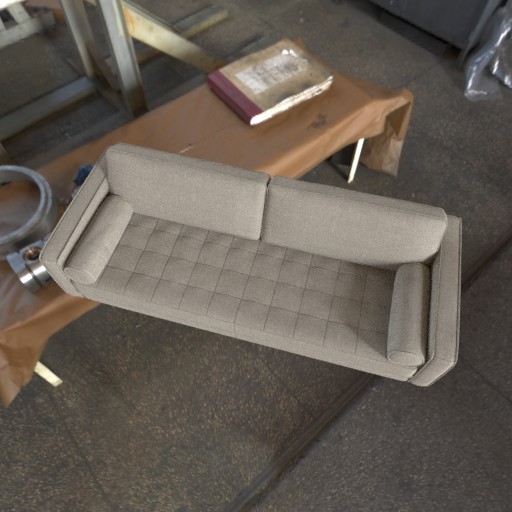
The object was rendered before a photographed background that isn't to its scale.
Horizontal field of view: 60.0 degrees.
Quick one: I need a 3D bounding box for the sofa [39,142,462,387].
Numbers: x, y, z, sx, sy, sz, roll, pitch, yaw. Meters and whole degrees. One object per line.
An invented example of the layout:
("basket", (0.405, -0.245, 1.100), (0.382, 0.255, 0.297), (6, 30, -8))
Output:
("sofa", (0.000, 0.000, 2.596), (2.211, 0.762, 0.914), (13, 59, 8))
